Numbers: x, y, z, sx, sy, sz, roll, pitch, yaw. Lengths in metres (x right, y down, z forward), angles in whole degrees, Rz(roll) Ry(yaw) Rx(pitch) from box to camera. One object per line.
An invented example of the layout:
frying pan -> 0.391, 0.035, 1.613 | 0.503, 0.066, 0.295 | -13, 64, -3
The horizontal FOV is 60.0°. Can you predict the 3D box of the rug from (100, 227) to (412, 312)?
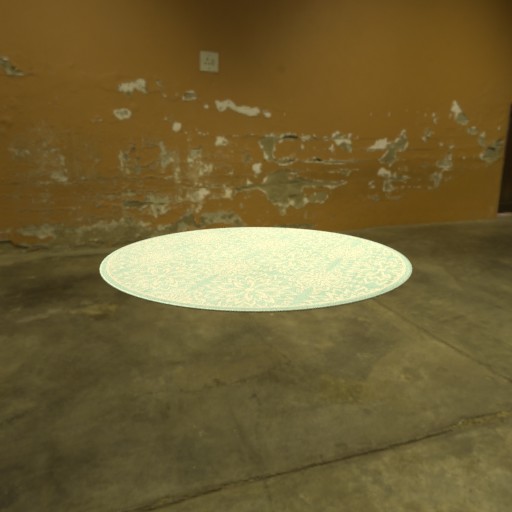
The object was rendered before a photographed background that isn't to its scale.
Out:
rug -> 0.000, 0.000, 2.383 | 1.593, 0.012, 1.593 | 0, 15, 0
